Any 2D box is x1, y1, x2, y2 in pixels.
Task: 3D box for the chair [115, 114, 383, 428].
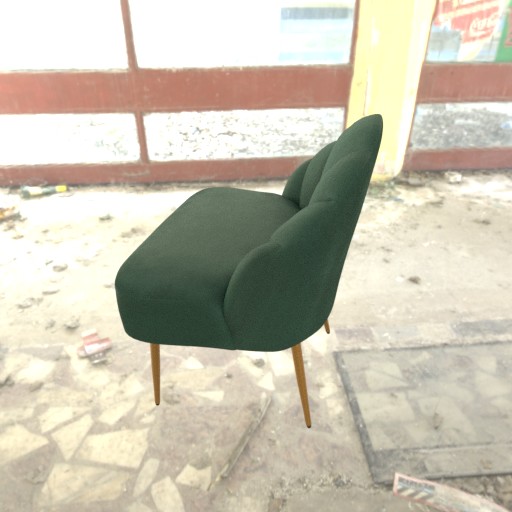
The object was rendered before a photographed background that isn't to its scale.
[{"bbox_3d":[0.000,0.000,1.267,0.599,0.819,0.657,8,31,13],"label":"chair"}]
